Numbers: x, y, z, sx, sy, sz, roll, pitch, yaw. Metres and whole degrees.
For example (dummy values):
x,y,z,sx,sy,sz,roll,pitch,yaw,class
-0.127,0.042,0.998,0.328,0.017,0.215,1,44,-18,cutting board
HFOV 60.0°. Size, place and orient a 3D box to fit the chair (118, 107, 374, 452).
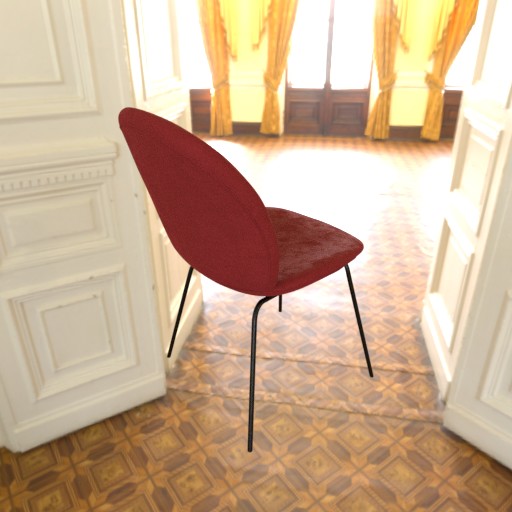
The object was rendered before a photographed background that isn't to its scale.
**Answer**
x,y,z,sx,sy,sz,roll,pitch,yaw,class
0.000,0.000,1.173,0.587,0.791,0.458,-18,32,-32,chair
